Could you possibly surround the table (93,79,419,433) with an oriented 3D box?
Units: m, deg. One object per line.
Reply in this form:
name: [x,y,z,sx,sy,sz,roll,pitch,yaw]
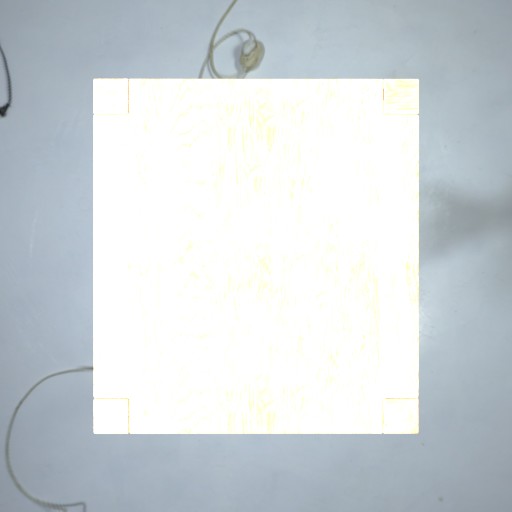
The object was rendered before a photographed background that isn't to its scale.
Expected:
table: [0.000,0.000,0.822,0.440,0.450,0.480,0,90,0]
